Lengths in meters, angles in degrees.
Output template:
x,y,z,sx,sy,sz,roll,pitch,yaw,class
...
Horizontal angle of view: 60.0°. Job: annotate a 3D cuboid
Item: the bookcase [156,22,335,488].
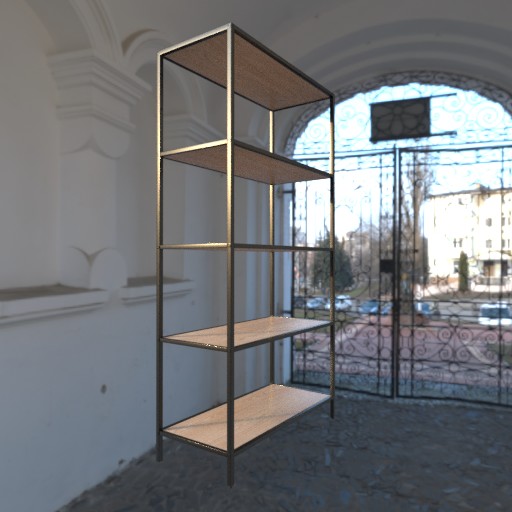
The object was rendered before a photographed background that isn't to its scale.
x,y,z,sx,sy,sz,roll,pitch,yaw,class
0.000,0.000,1.835,0.350,1.500,0.770,0,-1,35,bookcase
